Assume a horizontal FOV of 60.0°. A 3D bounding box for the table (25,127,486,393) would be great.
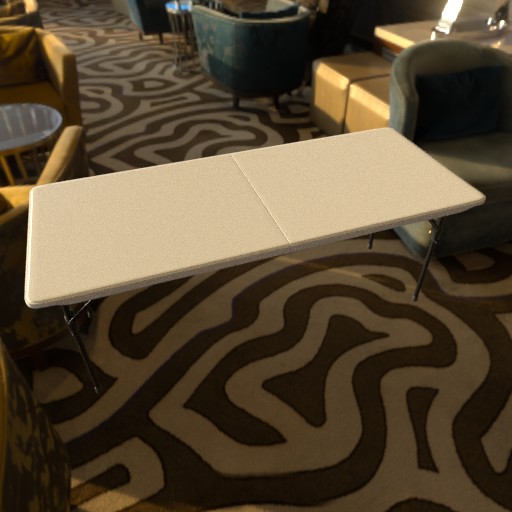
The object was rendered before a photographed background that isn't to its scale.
[{"bbox_3d":[0.000,0.000,2.133,1.829,0.719,0.761,-13,42,-15],"label":"table"}]
